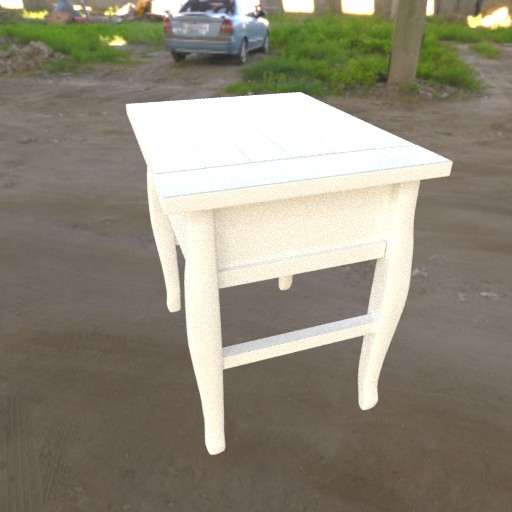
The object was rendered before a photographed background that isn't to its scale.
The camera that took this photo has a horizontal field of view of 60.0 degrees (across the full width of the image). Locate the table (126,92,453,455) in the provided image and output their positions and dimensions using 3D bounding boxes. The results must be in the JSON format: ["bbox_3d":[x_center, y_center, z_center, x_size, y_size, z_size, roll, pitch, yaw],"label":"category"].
[{"bbox_3d":[0.000,0.000,1.041,0.463,0.605,0.599,-10,32,-16],"label":"table"}]
